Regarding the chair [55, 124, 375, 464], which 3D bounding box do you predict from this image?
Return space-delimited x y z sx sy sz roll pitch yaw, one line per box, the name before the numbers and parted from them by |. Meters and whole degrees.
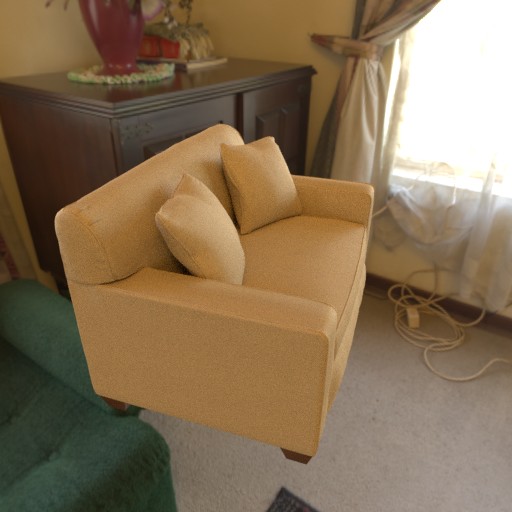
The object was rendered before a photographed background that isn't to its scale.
chair | 0.000 0.000 2.093 1.000 0.948 1.383 9 31 16
